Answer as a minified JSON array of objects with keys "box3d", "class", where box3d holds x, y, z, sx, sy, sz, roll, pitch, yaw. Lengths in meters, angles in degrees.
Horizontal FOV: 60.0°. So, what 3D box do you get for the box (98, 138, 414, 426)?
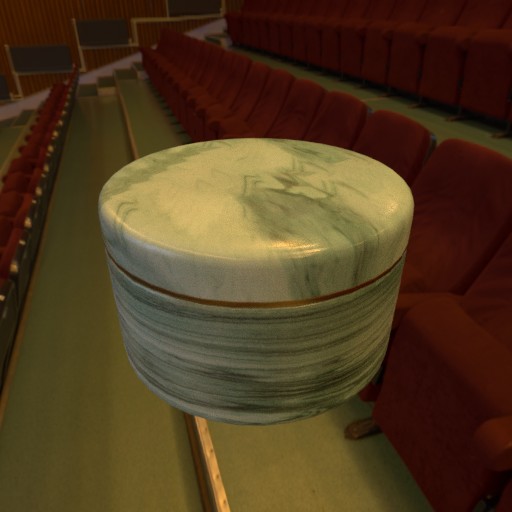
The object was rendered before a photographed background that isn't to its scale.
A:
[{"box3d":[0.000,0.000,0.161,0.101,0.063,0.101,0,31,0],"class":"box"}]
